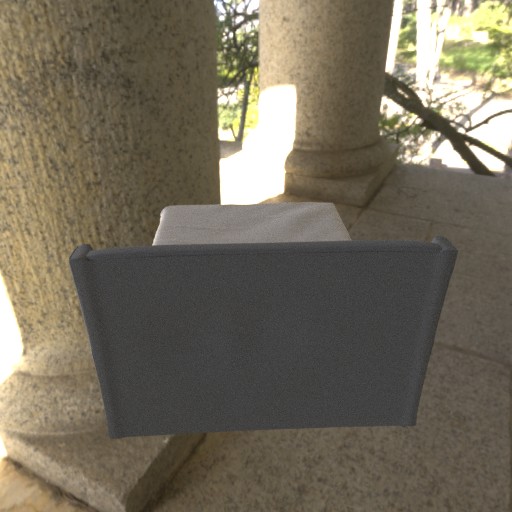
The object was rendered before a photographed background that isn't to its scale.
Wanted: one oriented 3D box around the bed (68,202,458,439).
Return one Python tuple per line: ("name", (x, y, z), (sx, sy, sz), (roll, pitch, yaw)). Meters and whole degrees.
("bed", (0.000, 0.000, 3.430), (1.925, 1.332, 2.276), (-1, 30, -2))
